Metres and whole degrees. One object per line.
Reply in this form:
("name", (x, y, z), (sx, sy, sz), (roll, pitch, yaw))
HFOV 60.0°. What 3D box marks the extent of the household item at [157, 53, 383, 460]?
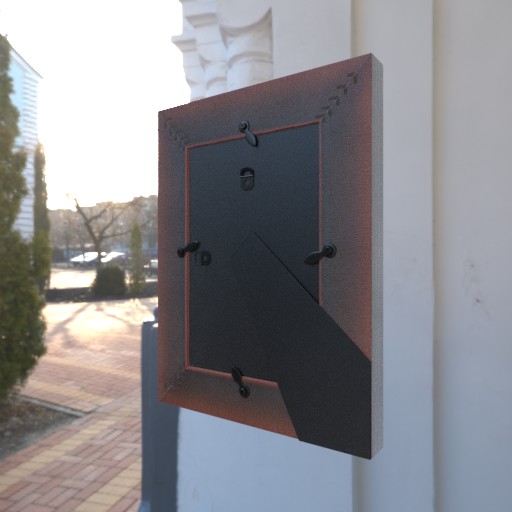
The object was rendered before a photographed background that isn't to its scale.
("household item", (0.000, 0.000, 0.291), (0.165, 0.216, 0.025), (0, 0, 35))
